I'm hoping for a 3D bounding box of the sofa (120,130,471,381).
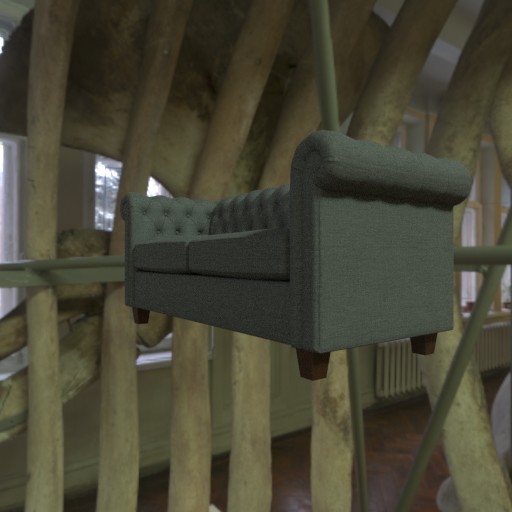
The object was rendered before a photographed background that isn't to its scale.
[{"bbox_3d":[0.000,0.000,2.221,0.783,0.797,1.798,0,0,-36],"label":"sofa"}]
